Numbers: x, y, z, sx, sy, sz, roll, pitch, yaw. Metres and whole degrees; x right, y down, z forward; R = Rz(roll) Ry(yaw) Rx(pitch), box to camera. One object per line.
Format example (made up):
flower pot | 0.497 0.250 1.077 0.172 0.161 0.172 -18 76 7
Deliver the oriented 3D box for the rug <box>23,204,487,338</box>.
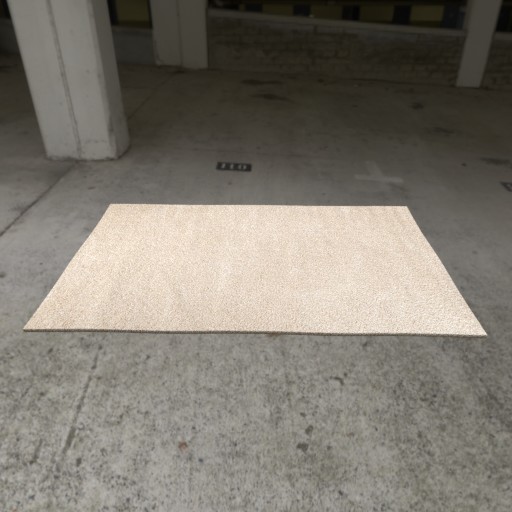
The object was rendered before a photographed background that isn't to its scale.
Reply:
rug | 0.000 0.000 2.878 2.346 0.025 1.500 1 32 1
